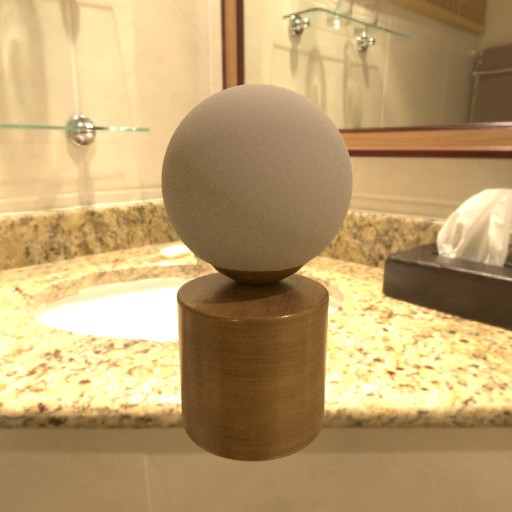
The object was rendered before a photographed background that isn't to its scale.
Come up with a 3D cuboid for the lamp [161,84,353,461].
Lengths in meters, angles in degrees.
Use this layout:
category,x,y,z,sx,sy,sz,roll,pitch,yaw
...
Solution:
category,x,y,z,sx,sy,sz,roll,pitch,yaw
lamp,0.000,0.000,0.343,0.141,0.250,0.152,2,14,8
